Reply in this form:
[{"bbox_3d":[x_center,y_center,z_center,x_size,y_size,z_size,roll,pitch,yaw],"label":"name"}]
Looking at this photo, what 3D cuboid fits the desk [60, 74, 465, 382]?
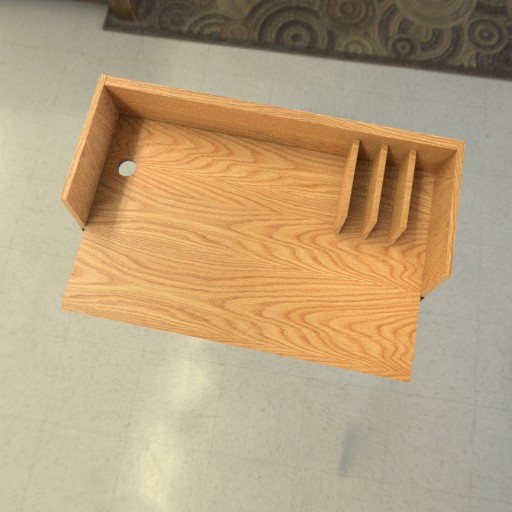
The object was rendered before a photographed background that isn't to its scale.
[{"bbox_3d":[0.000,0.000,1.851,1.191,1.061,0.769,11,77,3],"label":"desk"}]
